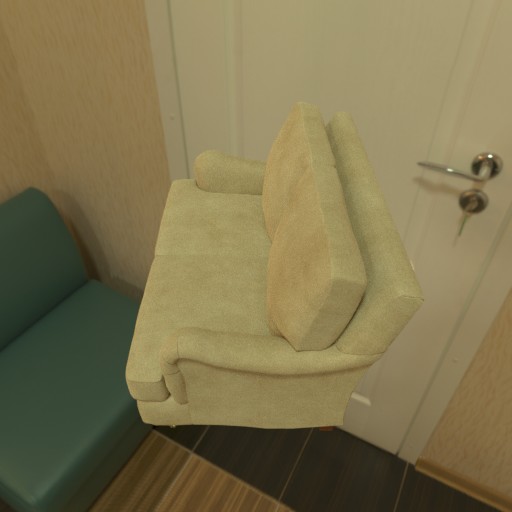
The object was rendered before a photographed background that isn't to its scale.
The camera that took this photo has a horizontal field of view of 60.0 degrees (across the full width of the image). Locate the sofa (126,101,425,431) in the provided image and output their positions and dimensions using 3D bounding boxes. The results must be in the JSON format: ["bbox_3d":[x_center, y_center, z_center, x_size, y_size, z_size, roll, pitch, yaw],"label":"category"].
[{"bbox_3d":[0.000,0.000,2.252,1.086,1.087,1.498,0,42,0],"label":"sofa"}]
